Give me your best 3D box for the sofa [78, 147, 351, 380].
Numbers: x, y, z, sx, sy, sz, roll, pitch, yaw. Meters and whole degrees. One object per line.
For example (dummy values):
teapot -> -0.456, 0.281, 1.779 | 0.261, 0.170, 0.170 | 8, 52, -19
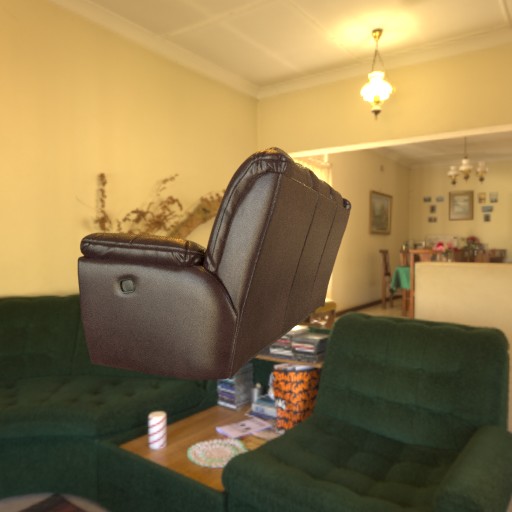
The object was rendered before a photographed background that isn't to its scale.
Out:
sofa -> 0.000, 0.000, 2.912 | 0.991, 1.043, 2.337 | 1, 2, 19
